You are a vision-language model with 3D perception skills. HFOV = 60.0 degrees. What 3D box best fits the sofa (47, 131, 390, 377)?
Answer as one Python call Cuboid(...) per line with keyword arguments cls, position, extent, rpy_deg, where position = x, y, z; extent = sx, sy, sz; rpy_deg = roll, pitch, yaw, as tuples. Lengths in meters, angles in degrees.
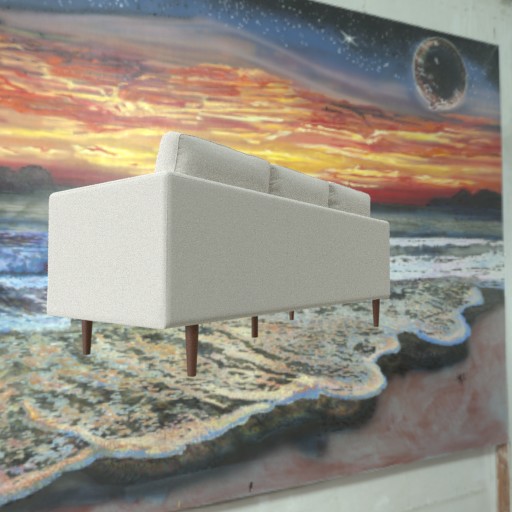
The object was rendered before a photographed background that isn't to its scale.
Cuboid(cls="sofa", position=(0.000, 0.000, 2.493), extent=(0.802, 0.912, 2.029), rpy_deg=(-1, -2, 37))
